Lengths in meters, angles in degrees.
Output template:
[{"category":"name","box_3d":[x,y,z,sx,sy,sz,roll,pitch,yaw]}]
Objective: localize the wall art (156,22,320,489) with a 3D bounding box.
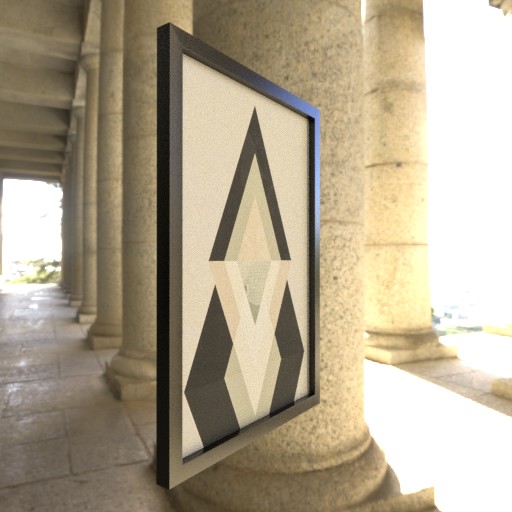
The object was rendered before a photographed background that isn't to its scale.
[{"category":"wall art","box_3d":[0.000,0.000,0.564,0.019,0.455,0.314,0,0,36]}]
